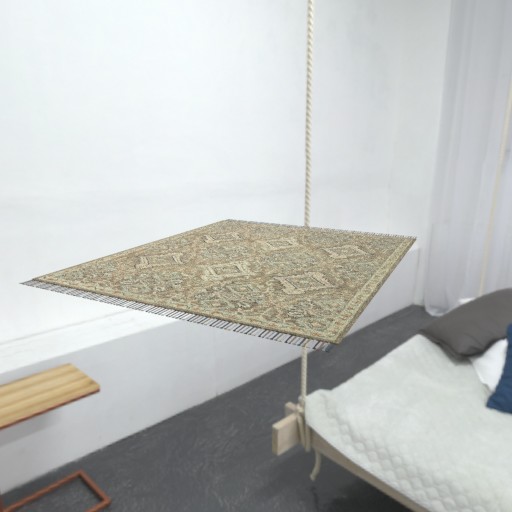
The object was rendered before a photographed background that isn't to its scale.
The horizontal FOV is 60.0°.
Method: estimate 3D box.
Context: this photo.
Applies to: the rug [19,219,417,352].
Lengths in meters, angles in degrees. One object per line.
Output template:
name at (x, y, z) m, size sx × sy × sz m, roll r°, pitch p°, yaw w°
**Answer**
rug at (0.000, 0.000, 4.098) m, size 2.437 × 0.010 × 3.056 m, roll 8°, pitch 17°, yaw 26°
